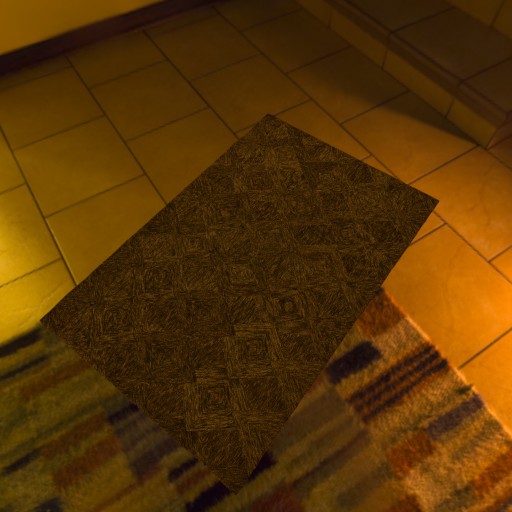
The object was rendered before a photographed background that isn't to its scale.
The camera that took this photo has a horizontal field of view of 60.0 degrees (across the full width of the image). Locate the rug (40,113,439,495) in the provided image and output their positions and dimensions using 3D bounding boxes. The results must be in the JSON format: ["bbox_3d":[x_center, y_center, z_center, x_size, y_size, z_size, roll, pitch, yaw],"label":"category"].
[{"bbox_3d":[0.000,0.000,2.259,1.189,0.011,1.808,33,63,19],"label":"rug"}]
